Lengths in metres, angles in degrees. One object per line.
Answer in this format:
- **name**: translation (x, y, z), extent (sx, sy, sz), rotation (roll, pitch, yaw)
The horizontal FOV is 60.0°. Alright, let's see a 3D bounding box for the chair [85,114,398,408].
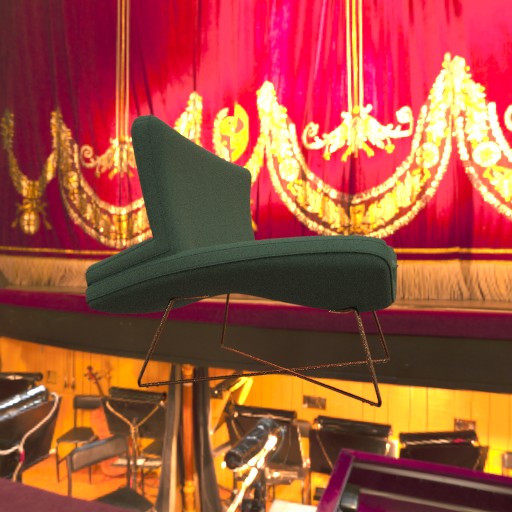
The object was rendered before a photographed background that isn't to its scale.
- **chair**: translation (0.000, 0.000, 1.659), extent (1.008, 0.855, 0.859), rotation (0, 0, 19)
